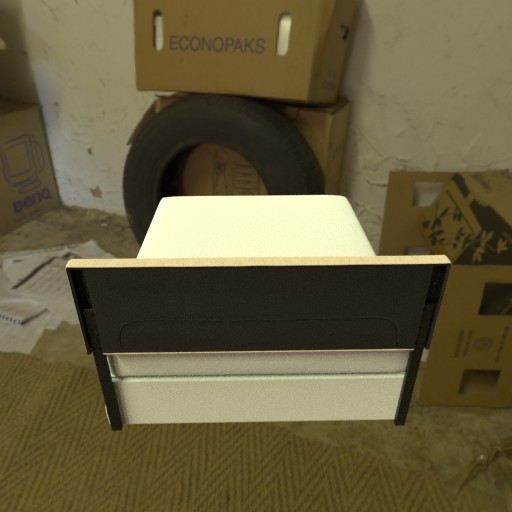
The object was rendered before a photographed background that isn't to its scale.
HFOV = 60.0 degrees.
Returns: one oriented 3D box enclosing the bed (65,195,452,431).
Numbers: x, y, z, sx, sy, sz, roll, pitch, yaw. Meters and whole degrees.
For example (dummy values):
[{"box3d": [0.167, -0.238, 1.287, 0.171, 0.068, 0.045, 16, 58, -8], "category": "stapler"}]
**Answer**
[{"box3d": [0.000, 0.000, 2.859, 1.616, 1.016, 1.876, -1, 30, -1], "category": "bed"}]
